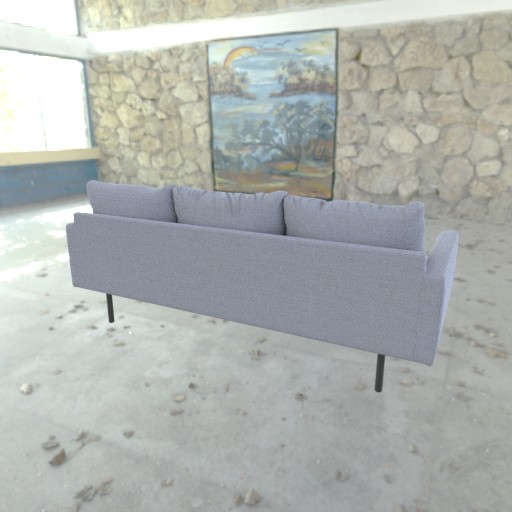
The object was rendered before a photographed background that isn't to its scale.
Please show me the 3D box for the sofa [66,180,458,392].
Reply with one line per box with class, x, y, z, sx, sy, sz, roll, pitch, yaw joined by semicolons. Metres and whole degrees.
sofa;0.000;0.000;2.466;2.000;0.830;0.850;8;18;26
